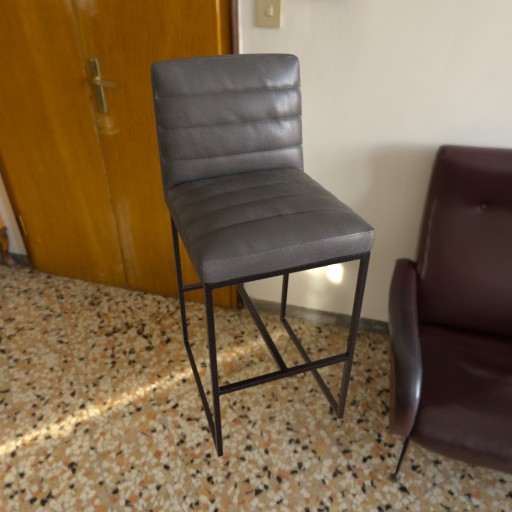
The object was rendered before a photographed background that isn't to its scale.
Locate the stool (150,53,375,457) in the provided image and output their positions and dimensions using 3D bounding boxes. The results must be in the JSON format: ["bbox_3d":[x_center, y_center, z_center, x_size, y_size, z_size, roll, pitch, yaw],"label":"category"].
[{"bbox_3d":[0.000,0.000,1.360,0.463,1.065,0.562,-11,34,-16],"label":"stool"}]
